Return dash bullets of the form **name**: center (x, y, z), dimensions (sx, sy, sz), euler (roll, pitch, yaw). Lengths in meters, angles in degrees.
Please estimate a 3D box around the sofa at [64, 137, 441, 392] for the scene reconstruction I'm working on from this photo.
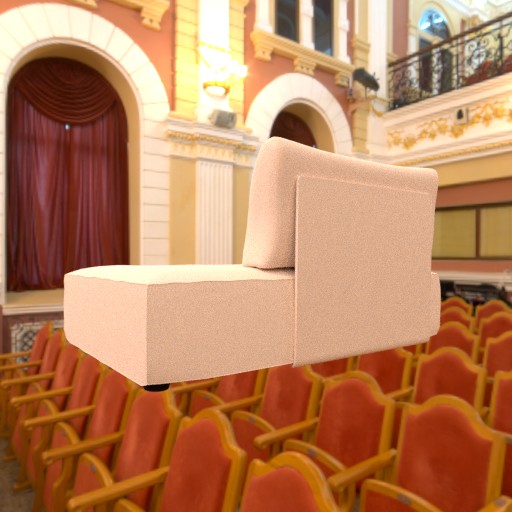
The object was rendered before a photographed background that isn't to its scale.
- **sofa**: center (0.000, 0.000, 2.046), dimensions (1.450, 0.820, 1.000), euler (0, 0, -36)
